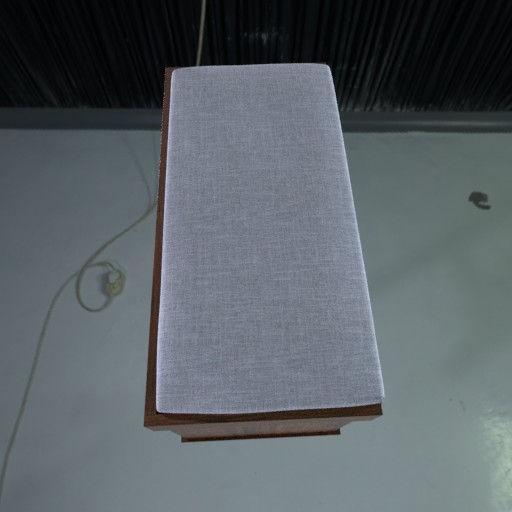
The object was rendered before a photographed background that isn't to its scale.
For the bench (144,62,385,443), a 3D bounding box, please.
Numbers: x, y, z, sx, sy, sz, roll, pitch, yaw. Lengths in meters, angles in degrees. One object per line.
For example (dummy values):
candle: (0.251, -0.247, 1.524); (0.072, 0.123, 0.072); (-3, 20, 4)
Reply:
bench: (0.000, 0.000, 0.989); (0.362, 0.461, 0.734); (-2, 64, -1)
